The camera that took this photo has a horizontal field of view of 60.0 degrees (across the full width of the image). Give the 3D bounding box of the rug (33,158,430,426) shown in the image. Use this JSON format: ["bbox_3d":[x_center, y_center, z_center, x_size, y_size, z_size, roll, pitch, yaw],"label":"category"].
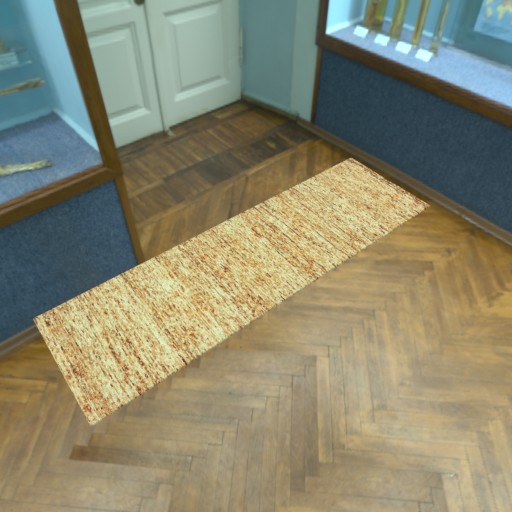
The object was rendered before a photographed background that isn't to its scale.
[{"bbox_3d":[0.000,0.000,2.460,2.237,0.014,0.680,-30,53,-25],"label":"rug"}]
